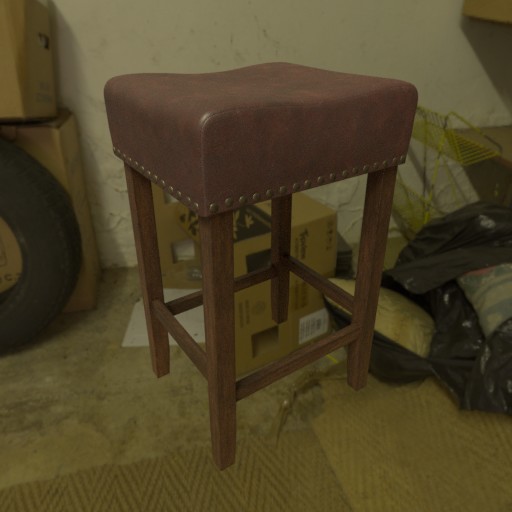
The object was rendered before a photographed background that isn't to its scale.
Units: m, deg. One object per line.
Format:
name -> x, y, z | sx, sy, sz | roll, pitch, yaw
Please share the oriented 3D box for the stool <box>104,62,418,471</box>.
stool -> 0.000, 0.000, 1.016 | 0.465, 0.769, 0.401 | -19, 35, -30
